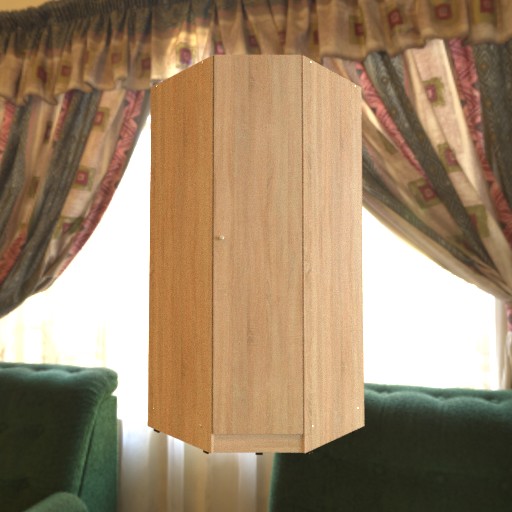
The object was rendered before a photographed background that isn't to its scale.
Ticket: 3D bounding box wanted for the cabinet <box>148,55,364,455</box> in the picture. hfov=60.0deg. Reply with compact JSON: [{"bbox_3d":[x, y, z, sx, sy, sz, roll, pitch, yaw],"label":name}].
[{"bbox_3d":[0.000,0.000,2.868,1.327,2.120,1.094,0,-2,0],"label":"cabinet"}]
